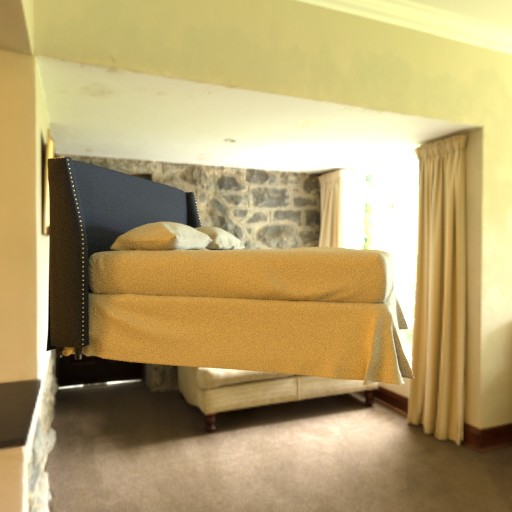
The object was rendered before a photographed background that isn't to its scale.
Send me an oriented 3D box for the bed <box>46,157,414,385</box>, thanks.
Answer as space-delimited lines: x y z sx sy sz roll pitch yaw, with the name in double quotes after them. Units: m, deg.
0.000 0.000 3.442 2.276 1.332 1.925 0 1 18 "bed"
